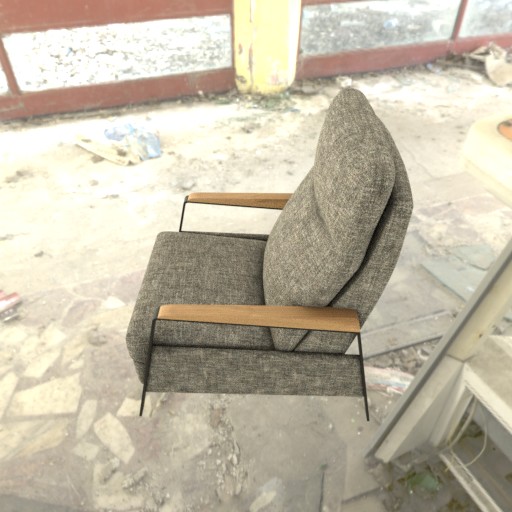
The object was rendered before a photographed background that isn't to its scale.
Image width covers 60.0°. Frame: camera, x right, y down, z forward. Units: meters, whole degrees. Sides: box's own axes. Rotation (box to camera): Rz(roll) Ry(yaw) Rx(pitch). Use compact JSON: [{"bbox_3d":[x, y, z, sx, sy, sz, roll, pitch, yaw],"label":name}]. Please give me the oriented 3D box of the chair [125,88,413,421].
[{"bbox_3d":[0.000,0.000,1.589,0.868,1.042,0.671,1,40,1],"label":"chair"}]
